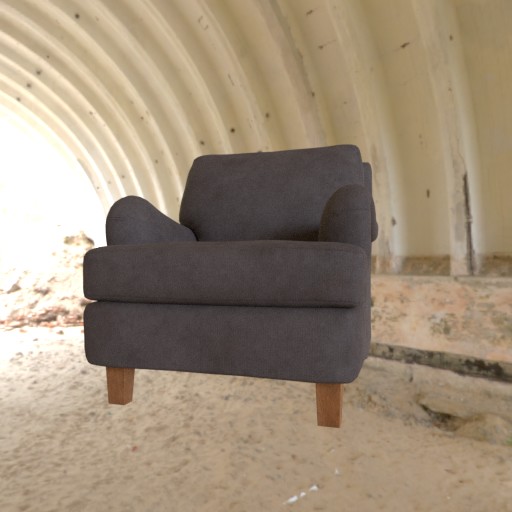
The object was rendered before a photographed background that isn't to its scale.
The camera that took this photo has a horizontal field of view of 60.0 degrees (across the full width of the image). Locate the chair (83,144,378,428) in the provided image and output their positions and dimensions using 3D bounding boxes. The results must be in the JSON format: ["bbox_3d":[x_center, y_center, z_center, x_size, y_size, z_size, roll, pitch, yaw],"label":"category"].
[{"bbox_3d":[0.000,0.000,1.804,0.955,0.997,1.070,0,-1,17],"label":"chair"}]
